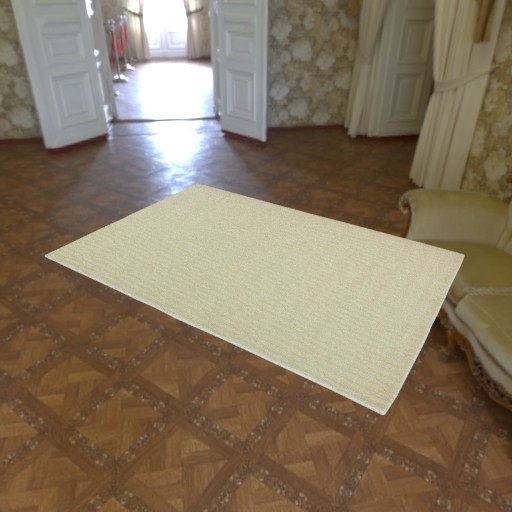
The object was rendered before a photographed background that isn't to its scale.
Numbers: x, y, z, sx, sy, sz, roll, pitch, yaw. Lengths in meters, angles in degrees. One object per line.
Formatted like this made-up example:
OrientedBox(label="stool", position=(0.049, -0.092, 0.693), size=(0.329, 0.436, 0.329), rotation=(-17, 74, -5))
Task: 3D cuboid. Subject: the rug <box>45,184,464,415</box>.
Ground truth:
OrientedBox(label="rug", position=(0.000, 0.000, 2.326), size=(1.848, 0.014, 1.238), rotation=(19, 35, 28))
